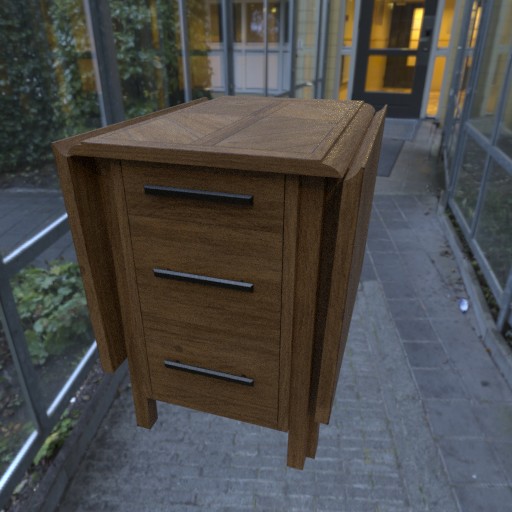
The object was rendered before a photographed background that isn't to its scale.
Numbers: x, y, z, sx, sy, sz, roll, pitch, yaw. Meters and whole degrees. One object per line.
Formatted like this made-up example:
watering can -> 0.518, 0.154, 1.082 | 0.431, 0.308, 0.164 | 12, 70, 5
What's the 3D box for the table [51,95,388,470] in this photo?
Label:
table -> 0.000, 0.000, 1.254 | 0.591, 0.763, 0.746 | 8, 27, 16
